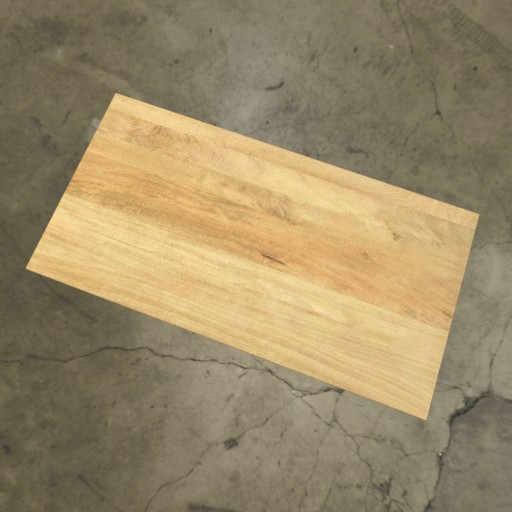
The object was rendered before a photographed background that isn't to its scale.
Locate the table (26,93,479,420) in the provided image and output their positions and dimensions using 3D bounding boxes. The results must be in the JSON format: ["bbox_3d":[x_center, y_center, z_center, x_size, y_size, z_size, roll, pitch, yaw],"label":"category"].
[{"bbox_3d":[0.000,0.000,1.664,1.348,0.400,0.699,20,76,5],"label":"table"}]
